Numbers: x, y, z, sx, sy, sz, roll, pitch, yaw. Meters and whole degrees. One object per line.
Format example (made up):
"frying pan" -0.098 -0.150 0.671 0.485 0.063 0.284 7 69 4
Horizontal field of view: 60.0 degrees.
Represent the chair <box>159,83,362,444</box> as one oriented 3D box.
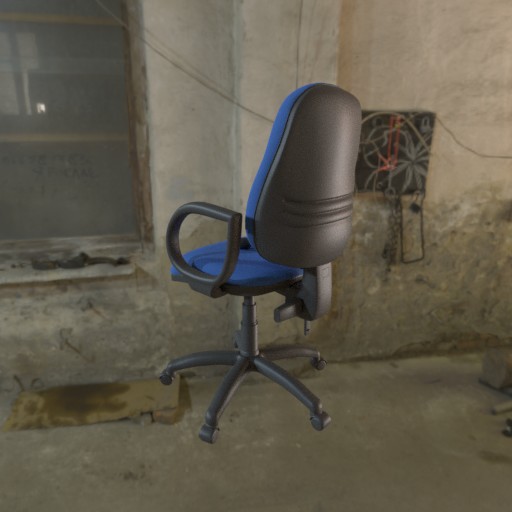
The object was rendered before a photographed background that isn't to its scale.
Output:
"chair" 0.000 0.000 1.273 0.549 0.905 0.552 16 23 41
